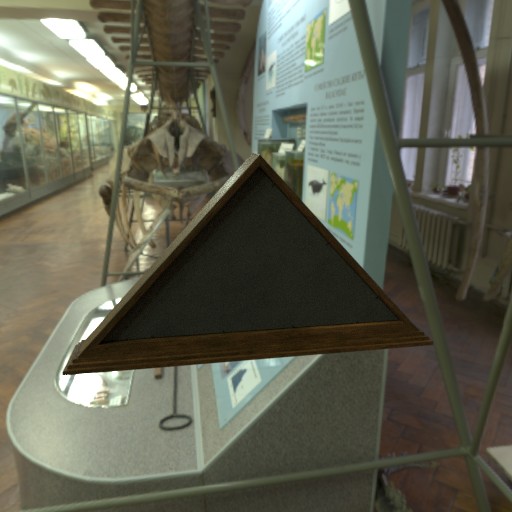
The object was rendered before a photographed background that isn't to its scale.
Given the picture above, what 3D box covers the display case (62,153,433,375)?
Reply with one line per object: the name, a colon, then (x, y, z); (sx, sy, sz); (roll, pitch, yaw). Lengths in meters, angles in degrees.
display case: (0.000, 0.000, 0.757); (0.640, 0.340, 0.095); (-3, 15, -9)
